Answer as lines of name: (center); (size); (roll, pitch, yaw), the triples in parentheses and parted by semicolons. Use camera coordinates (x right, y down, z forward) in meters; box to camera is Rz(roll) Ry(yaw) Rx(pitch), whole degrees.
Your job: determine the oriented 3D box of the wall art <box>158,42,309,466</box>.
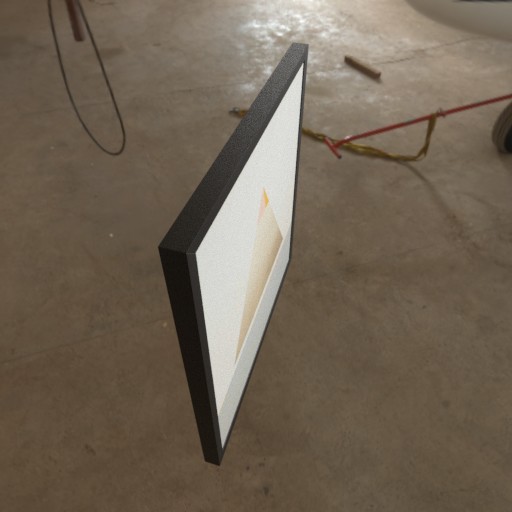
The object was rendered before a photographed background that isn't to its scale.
wall art: (0.000, 0.000, 0.746); (0.028, 0.511, 0.513); (12, 47, 12)
